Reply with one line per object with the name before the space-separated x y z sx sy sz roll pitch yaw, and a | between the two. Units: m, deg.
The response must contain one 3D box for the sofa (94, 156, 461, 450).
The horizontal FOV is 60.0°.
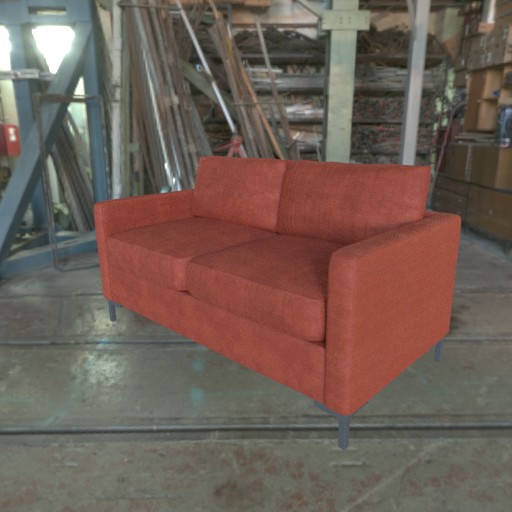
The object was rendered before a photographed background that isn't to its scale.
sofa | 0.000 0.000 2.113 1.574 0.896 0.864 15 22 41
